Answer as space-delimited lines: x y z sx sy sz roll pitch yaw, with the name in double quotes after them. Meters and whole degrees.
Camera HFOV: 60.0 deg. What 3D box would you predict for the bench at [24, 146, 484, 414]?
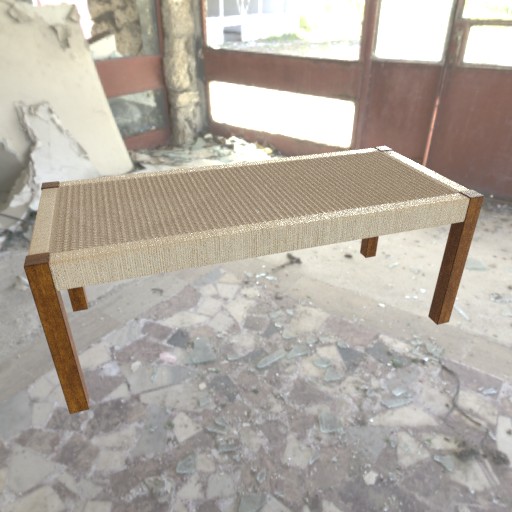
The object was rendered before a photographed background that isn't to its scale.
0.000 0.000 1.416 1.198 0.457 0.507 -10 32 -16 "bench"
